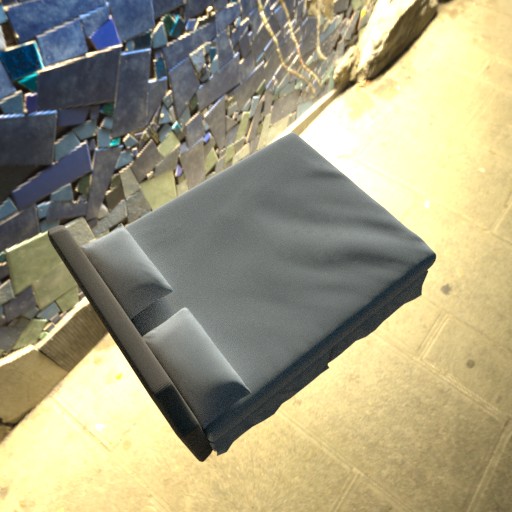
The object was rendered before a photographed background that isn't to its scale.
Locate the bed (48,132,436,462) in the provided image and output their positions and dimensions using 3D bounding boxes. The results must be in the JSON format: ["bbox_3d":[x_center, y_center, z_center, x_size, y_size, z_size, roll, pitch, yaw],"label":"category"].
[{"bbox_3d":[0.000,0.000,3.630,2.498,1.293,1.977,-34,64,-19],"label":"bed"}]
